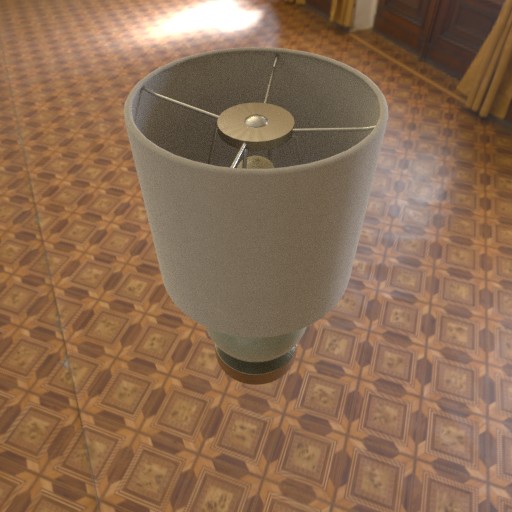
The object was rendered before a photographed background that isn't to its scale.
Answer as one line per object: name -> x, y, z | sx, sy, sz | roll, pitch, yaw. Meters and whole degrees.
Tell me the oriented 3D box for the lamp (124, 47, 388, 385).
lamp -> 0.000, 0.000, 0.468 | 0.201, 0.353, 0.201 | -9, 47, -9
